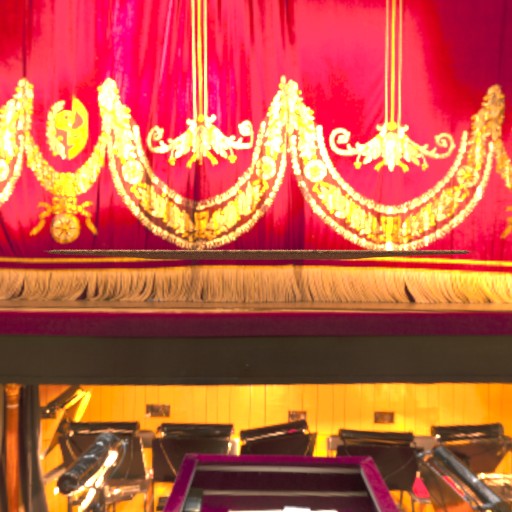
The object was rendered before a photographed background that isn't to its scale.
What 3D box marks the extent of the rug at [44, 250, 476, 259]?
[{"bbox_3d":[0.000,0.000,4.699,2.892,0.036,3.585,0,-1,-1],"label":"rug"}]
